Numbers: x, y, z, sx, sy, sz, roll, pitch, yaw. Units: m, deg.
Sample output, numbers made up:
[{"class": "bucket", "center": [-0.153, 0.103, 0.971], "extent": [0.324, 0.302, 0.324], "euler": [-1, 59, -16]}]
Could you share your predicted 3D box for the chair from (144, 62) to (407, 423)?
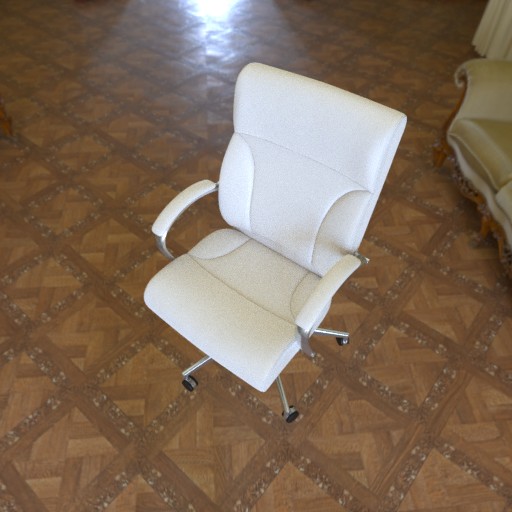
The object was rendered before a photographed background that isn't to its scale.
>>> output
[{"class": "chair", "center": [0.000, 0.000, 1.607], "extent": [0.727, 1.099, 0.745], "euler": [31, 54, 25]}]
